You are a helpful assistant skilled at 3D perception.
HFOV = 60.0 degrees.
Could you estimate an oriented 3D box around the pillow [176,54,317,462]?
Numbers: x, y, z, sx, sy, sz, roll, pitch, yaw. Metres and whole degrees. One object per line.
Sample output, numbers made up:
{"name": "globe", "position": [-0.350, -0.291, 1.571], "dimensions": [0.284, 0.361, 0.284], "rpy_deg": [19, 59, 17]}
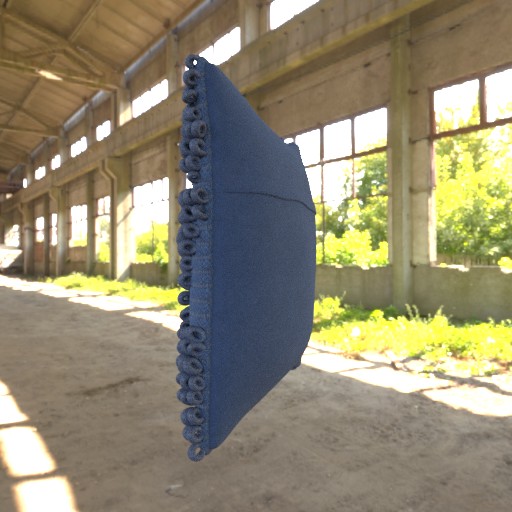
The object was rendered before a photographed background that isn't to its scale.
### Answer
{"name": "pillow", "position": [0.000, 0.000, 0.712], "dimensions": [0.172, 0.466, 0.469], "rpy_deg": [0, 0, 19]}
